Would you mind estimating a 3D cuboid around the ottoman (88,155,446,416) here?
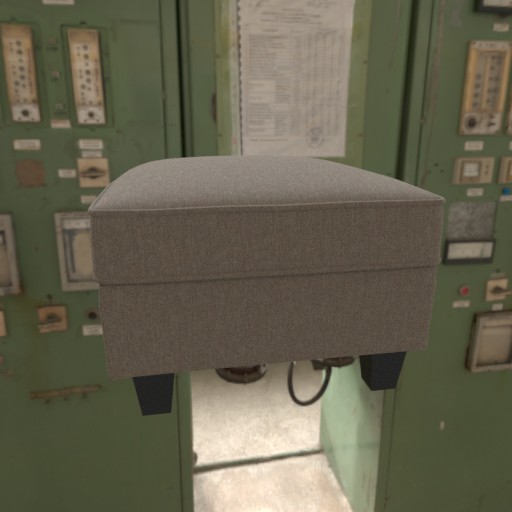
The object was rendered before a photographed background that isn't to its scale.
[{"bbox_3d":[0.000,0.000,1.403,0.871,0.612,0.808,-3,17,-10],"label":"ottoman"}]
